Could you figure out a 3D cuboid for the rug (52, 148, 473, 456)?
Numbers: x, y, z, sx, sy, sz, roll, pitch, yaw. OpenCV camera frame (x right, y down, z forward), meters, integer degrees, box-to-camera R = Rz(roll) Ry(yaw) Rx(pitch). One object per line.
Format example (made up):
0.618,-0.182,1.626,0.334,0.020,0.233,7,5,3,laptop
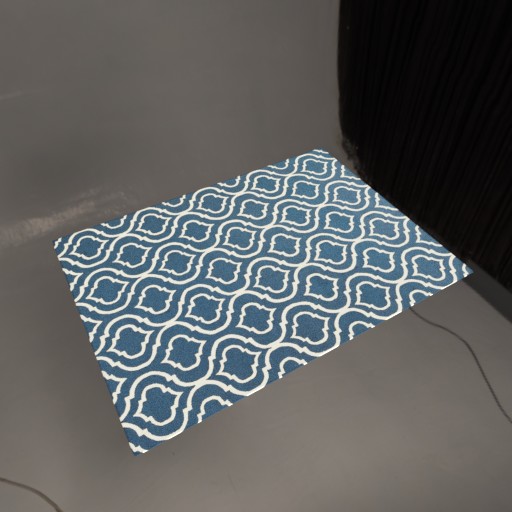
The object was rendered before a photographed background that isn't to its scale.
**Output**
0.000,0.000,4.337,3.353,0.010,2.438,-23,51,-20,rug
